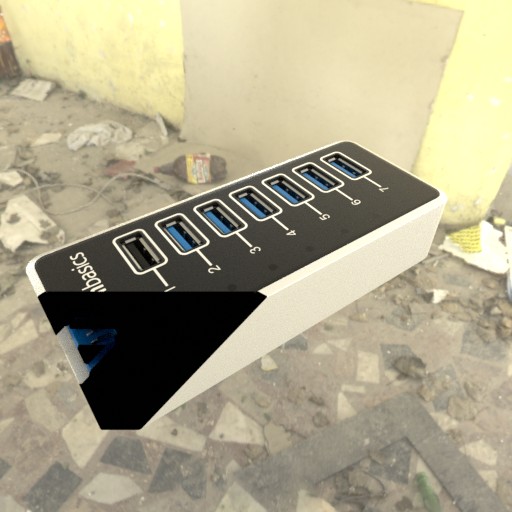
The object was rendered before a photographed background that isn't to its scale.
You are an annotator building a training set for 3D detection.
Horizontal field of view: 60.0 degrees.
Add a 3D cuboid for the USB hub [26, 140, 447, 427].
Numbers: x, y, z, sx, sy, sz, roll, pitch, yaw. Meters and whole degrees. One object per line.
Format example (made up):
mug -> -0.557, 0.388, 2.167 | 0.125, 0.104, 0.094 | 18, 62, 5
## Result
USB hub -> 0.000, 0.000, 0.126 | 0.110, 0.023, 0.044 | -26, 48, -25
